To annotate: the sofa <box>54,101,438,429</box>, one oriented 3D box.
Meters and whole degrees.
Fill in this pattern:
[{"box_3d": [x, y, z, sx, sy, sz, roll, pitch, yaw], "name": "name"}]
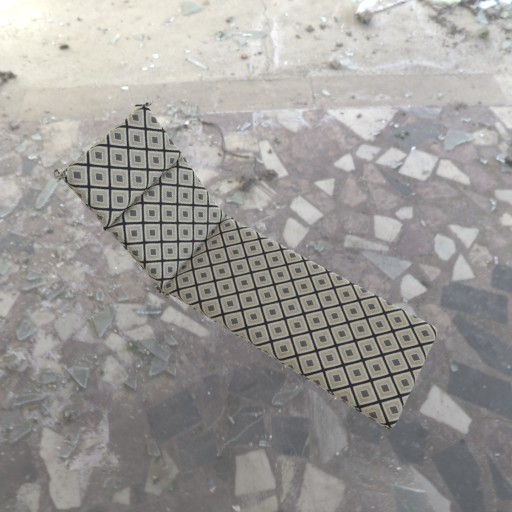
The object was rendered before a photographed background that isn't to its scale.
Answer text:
[{"box_3d": [0.000, 0.000, 1.936, 1.663, 0.622, 0.582, 29, 62, 17], "name": "sofa"}]
